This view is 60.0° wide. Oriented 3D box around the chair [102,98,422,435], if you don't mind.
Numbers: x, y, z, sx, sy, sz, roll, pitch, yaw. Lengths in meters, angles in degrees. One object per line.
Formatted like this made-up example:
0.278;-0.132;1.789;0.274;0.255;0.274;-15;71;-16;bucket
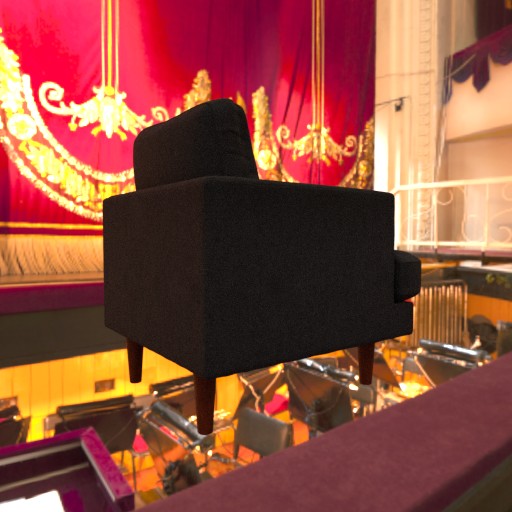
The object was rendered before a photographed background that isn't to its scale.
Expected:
0.000;0.000;1.675;0.899;0.957;0.858;-2;4;-36;chair
